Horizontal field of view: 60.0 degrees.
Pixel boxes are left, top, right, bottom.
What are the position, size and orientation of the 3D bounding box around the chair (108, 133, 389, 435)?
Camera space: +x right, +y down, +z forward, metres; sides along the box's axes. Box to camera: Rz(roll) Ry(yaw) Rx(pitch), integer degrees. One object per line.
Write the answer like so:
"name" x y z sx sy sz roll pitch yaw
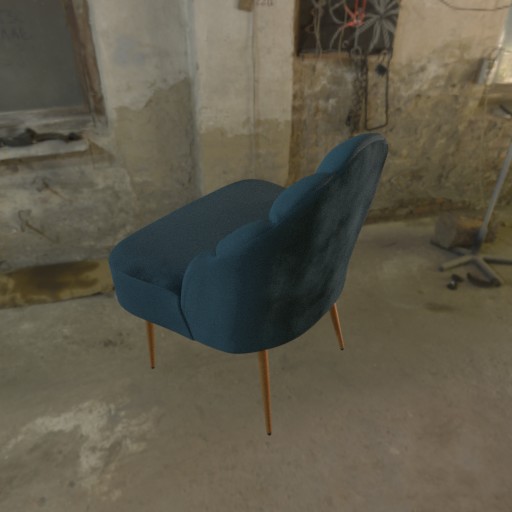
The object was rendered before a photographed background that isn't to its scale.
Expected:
"chair" 0.000 0.000 1.274 0.599 0.819 0.657 24 40 31
